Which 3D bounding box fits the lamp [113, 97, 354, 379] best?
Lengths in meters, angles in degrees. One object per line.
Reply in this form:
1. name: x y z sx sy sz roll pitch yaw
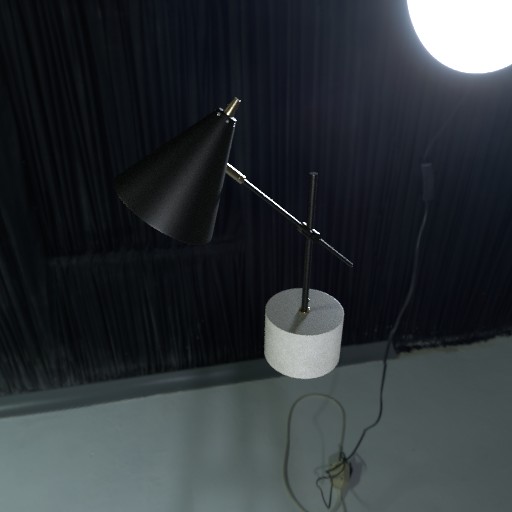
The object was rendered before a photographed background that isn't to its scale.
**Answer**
1. lamp: 0.000 0.000 0.729 0.403 0.518 0.214 -8 31 -14
